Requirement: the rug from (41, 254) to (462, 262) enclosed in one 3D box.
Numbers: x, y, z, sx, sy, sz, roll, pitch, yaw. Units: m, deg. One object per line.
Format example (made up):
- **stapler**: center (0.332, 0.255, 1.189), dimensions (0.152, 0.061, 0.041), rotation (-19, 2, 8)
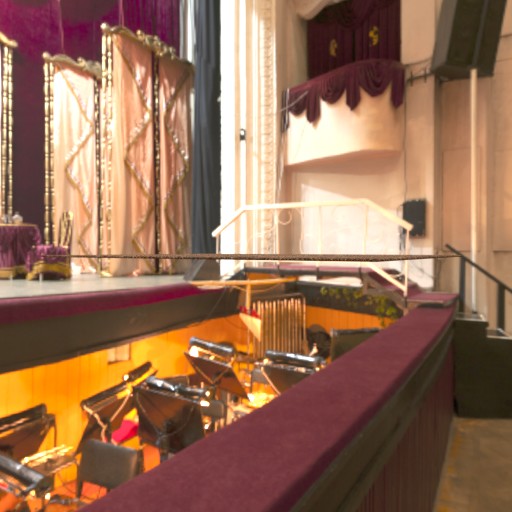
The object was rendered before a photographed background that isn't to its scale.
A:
- **rug**: center (0.000, 0.000, 4.210), dimensions (3.204, 0.017, 2.448), rotation (0, 1, 34)
